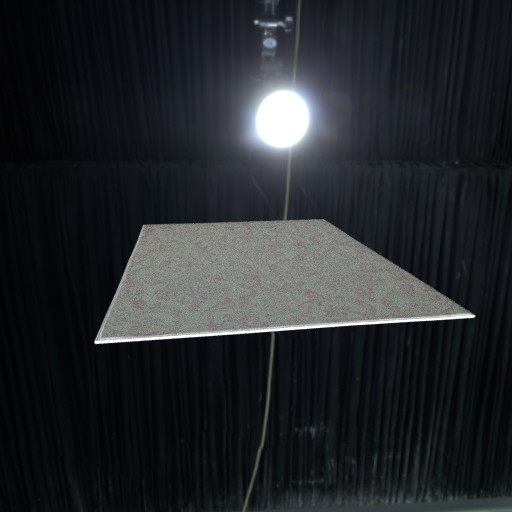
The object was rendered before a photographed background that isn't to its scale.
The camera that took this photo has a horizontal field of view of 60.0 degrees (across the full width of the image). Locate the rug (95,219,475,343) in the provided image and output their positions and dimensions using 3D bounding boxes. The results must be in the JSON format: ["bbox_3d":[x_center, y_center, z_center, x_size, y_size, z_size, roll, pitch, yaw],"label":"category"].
[{"bbox_3d":[0.000,0.000,2.861,1.598,0.014,2.202,-2,16,-9],"label":"rug"}]
